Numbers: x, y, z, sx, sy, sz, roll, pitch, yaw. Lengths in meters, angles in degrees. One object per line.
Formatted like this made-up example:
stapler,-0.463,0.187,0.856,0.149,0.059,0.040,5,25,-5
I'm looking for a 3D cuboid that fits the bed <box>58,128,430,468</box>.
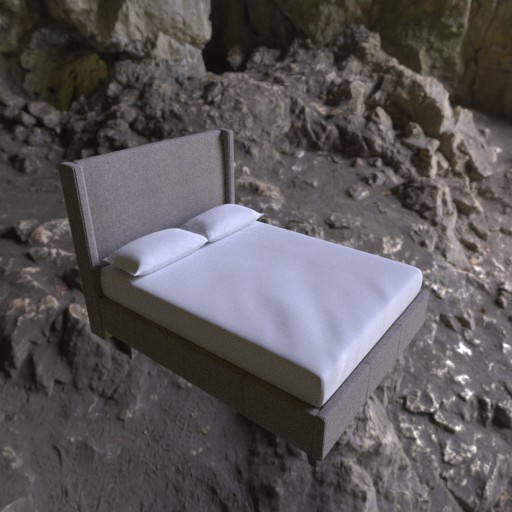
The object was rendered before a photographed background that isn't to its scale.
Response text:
bed,0.000,0.000,3.451,2.245,1.476,1.714,19,32,33
